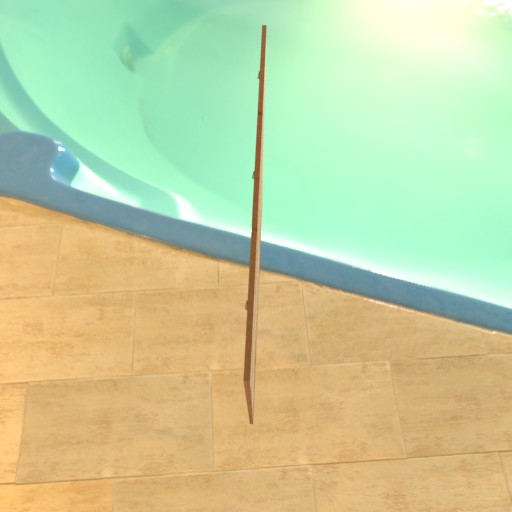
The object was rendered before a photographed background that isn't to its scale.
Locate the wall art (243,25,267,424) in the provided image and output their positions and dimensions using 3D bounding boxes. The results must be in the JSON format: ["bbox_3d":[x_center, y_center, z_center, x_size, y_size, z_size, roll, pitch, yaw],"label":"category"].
[{"bbox_3d":[0.000,0.000,1.384,0.018,0.913,0.915,2,65,1],"label":"wall art"}]
